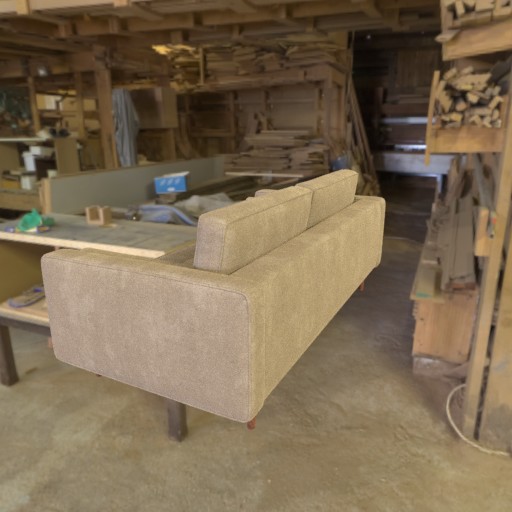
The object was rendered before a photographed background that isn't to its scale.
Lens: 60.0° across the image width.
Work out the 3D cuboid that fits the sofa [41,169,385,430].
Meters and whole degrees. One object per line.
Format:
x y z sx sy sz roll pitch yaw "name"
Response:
0.000 0.000 2.288 0.920 0.769 1.883 9 19 26 "sofa"
